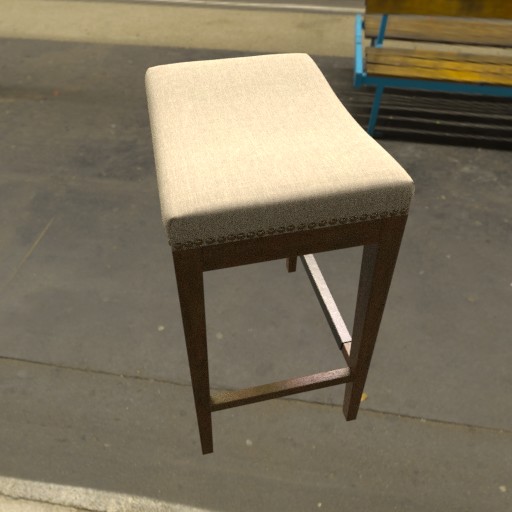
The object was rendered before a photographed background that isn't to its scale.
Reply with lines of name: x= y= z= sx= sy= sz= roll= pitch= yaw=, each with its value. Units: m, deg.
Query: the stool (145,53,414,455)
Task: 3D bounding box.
stool: x=0.000 y=0.000 z=0.939 sx=0.356 sy=0.660 sz=0.508 roll=-9 pitch=45 yaw=-9
